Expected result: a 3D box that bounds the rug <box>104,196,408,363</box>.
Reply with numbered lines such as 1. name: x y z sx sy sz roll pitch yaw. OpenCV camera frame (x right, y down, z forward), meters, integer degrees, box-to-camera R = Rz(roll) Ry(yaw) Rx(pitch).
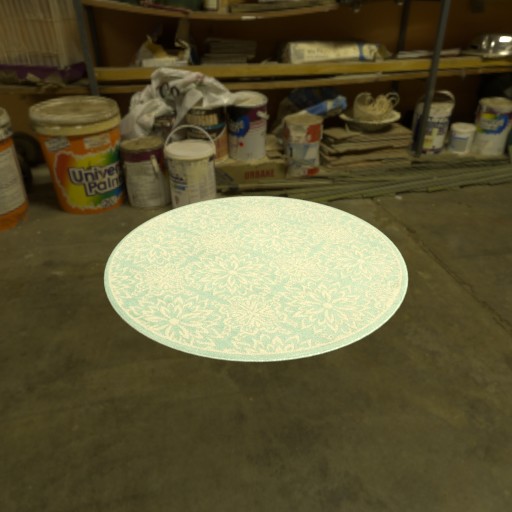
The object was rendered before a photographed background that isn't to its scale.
1. rug: 0.000 0.000 2.417 1.593 0.012 1.593 0 32 0
